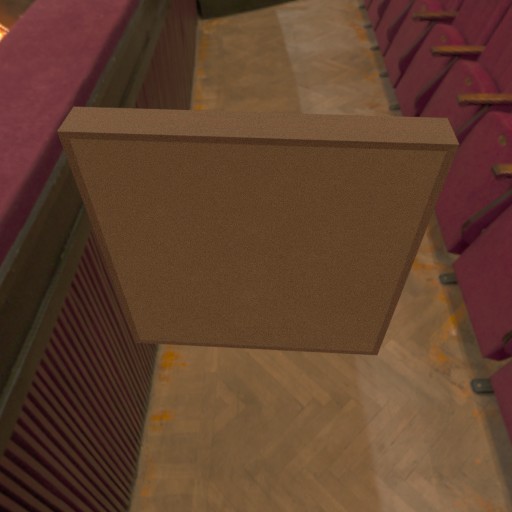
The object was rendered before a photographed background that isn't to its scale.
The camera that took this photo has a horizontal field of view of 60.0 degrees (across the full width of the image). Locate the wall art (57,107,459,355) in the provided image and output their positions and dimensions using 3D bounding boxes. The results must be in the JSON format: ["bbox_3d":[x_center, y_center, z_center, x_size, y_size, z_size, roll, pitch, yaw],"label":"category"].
[{"bbox_3d":[0.000,0.000,0.459,0.304,0.303,0.038,2,47,2],"label":"wall art"}]
